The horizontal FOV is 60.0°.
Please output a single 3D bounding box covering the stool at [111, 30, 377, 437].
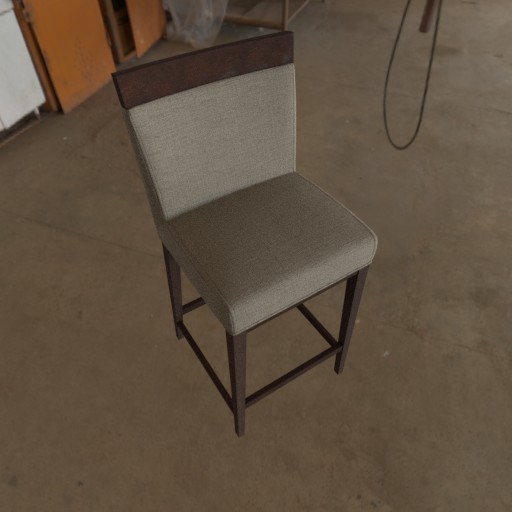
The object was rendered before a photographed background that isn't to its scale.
[{"bbox_3d":[0.000,0.000,1.393,0.511,1.117,0.531,-25,51,-22],"label":"stool"}]
